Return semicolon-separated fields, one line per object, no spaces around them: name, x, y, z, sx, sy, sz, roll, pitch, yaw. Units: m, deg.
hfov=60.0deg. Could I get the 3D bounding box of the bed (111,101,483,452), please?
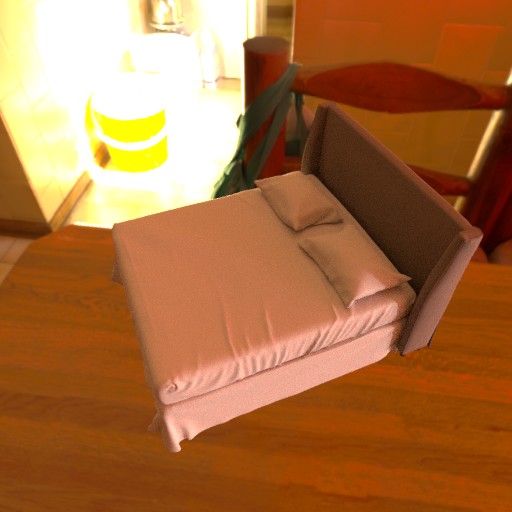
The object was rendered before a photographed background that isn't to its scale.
bed;0.000;0.000;3.487;2.276;1.332;1.925;-16;48;-15
